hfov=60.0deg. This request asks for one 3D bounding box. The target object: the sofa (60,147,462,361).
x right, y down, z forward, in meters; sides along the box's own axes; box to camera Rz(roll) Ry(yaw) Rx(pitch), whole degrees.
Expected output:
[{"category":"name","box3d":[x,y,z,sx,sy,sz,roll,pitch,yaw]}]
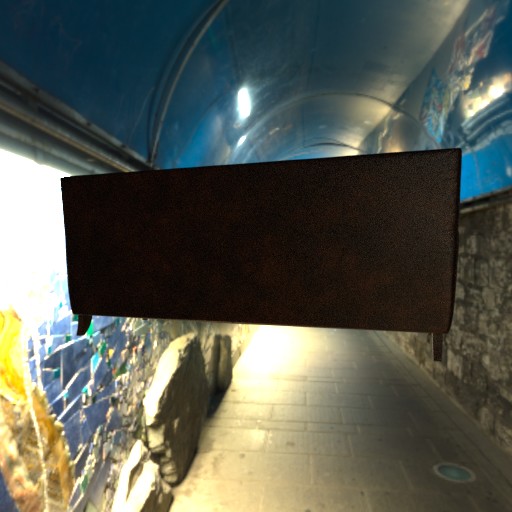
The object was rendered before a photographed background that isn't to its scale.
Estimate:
[{"category":"sofa","box3d":[0.000,0.000,2.443,1.995,0.871,0.786,0,0,19]}]
